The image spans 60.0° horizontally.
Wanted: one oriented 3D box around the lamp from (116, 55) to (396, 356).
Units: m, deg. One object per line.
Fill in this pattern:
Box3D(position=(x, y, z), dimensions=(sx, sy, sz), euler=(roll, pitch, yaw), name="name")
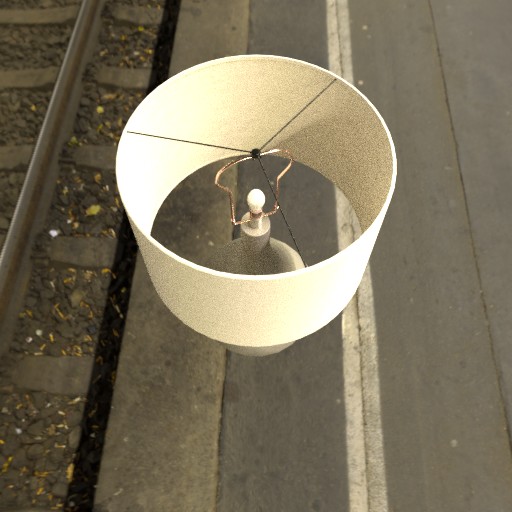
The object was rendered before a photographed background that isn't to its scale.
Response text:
Box3D(position=(0.000, 0.000, 0.721), dimensions=(0.330, 0.521, 0.330), euler=(0, 64, 0), name="lamp")
